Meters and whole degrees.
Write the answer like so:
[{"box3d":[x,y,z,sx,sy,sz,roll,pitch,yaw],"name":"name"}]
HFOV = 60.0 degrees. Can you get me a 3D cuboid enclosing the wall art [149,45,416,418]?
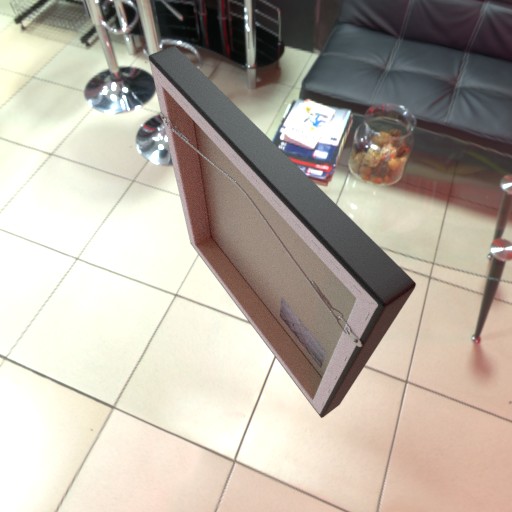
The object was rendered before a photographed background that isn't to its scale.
[{"box3d":[0.000,0.000,0.618,0.041,0.407,0.406,-31,63,-18],"name":"wall art"}]
